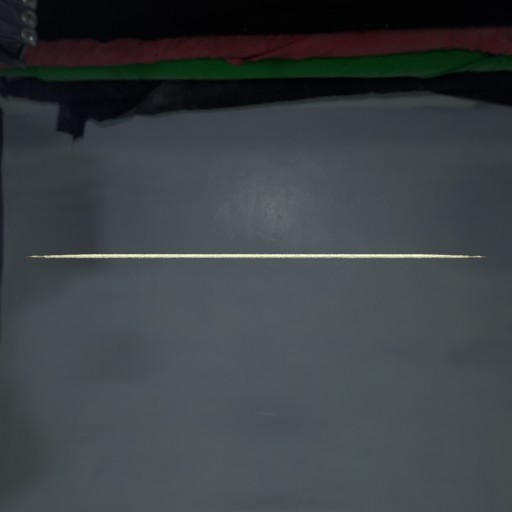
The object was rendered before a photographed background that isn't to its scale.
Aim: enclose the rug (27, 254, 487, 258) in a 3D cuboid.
[{"bbox_3d":[0.000,0.000,2.723,2.440,0.013,0.769,0,1,1],"label":"rug"}]
